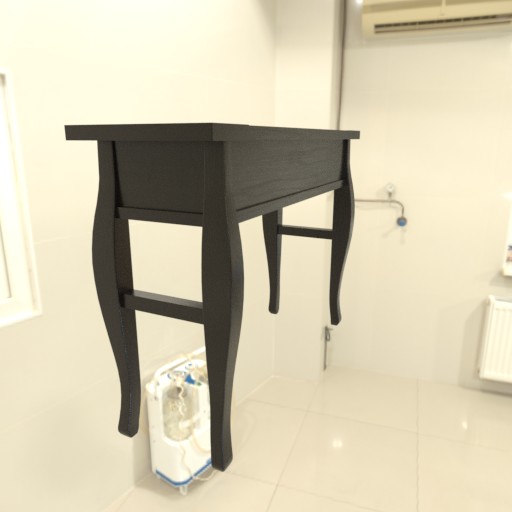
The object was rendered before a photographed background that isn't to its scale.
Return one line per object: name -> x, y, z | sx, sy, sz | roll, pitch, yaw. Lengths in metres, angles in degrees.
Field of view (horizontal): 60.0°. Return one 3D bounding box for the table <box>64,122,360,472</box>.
table -> 0.000, 0.000, 1.393 | 0.373, 0.768, 1.062 | 7, 17, 25
